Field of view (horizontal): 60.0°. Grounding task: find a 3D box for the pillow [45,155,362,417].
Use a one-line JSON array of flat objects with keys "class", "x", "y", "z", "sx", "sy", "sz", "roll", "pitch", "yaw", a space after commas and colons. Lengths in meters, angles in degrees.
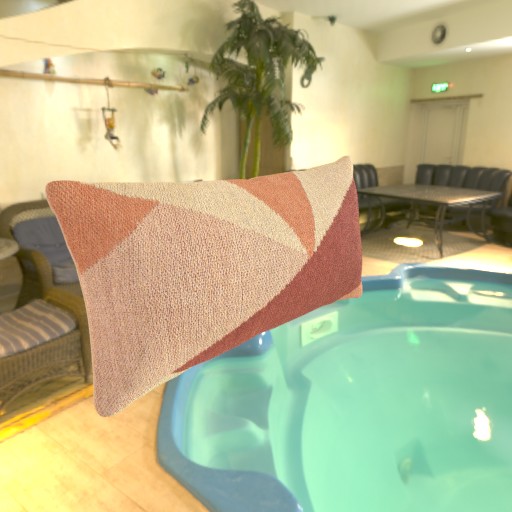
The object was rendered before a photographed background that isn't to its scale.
[{"class": "pillow", "x": 0.000, "y": 0.000, "z": 0.710, "sx": 0.155, "sy": 0.292, "sz": 0.609, "roll": 14, "pitch": 21, "yaw": 42}]
